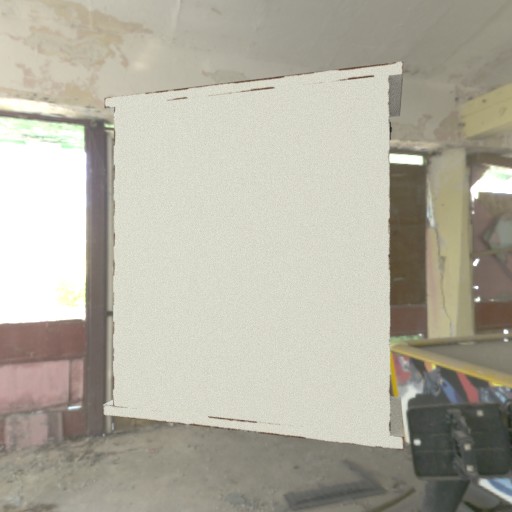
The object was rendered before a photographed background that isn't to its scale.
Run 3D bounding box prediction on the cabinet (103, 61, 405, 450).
[{"bbox_3d":[0.000,0.000,0.865,0.541,0.603,0.210,0,-1,17],"label":"cabinet"}]
